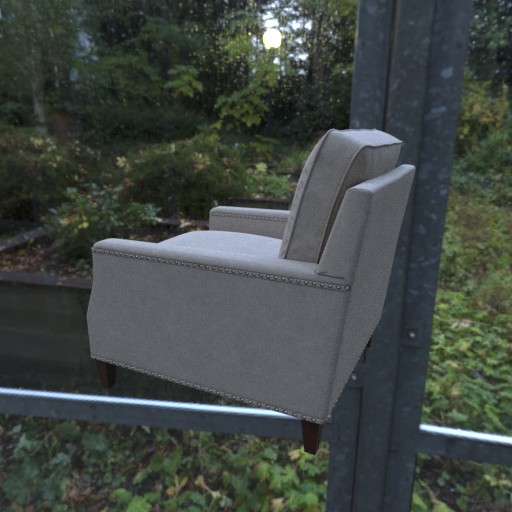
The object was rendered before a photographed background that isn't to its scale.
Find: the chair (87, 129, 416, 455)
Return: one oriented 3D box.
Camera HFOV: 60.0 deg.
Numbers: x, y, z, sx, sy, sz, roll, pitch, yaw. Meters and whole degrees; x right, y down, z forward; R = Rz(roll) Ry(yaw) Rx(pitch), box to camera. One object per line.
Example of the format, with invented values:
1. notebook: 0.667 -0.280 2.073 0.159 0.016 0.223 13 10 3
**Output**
1. chair: 0.000 0.000 1.708 1.014 0.943 0.853 8 17 25
